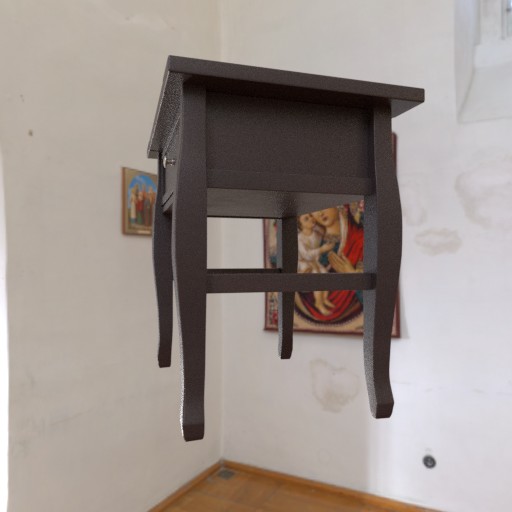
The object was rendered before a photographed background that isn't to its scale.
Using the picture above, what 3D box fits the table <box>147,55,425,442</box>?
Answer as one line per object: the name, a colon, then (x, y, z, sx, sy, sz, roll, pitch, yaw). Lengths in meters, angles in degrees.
table: (0.000, 0.000, 1.023, 0.460, 0.605, 0.602, 0, -1, -17)
